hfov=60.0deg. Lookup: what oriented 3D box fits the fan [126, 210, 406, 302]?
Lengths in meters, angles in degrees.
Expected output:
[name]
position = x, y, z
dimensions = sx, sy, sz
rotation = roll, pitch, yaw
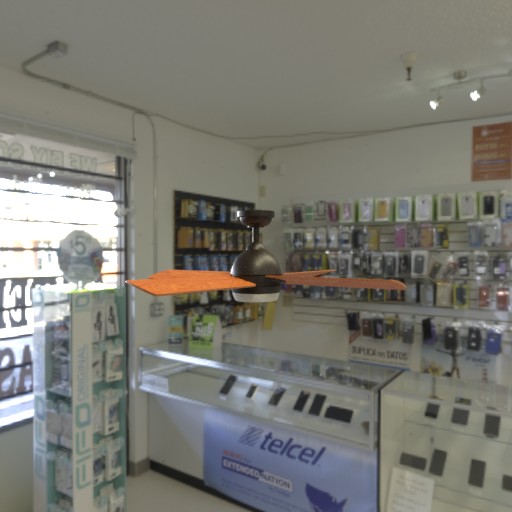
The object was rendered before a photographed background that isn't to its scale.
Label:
[fan]
position = 0.000, 0.000, 2.014
dimensions = 1.332, 0.403, 1.332
rotation = 0, 1, 37
